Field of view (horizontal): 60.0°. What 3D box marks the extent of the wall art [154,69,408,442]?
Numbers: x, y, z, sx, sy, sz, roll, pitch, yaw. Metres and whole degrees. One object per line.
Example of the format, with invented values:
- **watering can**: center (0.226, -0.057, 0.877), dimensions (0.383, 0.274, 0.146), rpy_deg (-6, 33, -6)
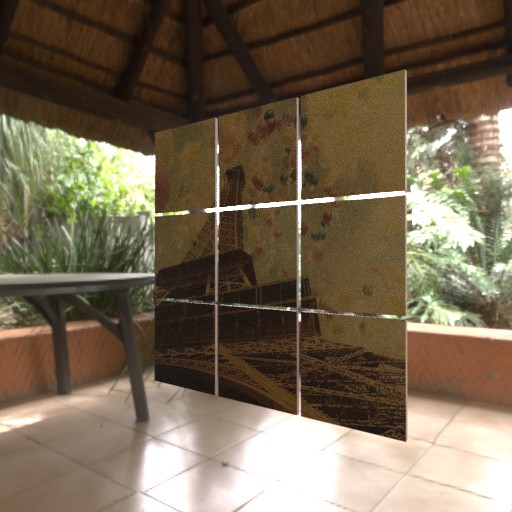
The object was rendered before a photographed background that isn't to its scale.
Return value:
- **wall art**: center (0.000, 0.000, 1.861), dimensions (1.256, 1.246, 0.017), rpy_deg (0, -1, 37)
